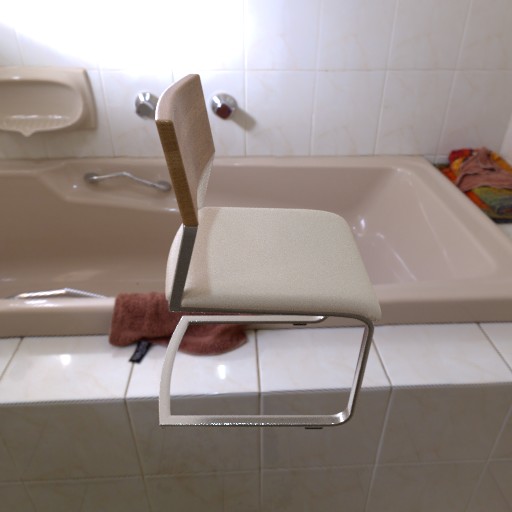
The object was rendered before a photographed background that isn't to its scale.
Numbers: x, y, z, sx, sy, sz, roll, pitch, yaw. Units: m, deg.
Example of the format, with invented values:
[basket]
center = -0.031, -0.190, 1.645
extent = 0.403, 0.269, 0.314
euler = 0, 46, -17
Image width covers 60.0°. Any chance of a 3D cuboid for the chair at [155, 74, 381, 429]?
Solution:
[chair]
center = 0.000, 0.000, 1.192
extent = 0.585, 0.844, 0.467
euler = 0, 32, 0
